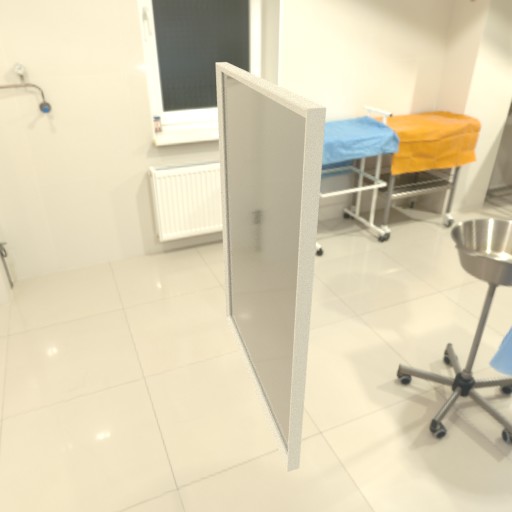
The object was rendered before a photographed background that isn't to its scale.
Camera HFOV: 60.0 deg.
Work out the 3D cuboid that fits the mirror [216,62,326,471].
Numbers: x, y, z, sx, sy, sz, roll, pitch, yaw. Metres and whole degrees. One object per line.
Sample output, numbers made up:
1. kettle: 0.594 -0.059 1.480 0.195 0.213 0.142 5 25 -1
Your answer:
1. mirror: 0.000 0.000 1.355 0.041 1.016 0.762 -8 31 -15
